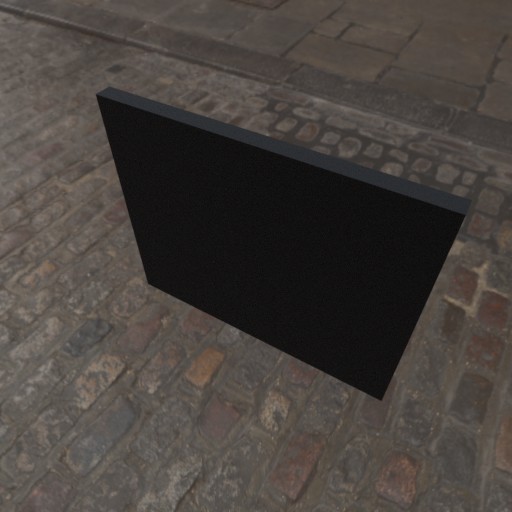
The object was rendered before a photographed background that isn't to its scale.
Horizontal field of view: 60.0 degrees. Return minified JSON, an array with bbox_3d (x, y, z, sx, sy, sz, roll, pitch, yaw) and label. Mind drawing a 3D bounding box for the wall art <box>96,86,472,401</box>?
[{"bbox_3d":[0.000,0.000,0.763,0.558,0.457,0.031,23,51,20],"label":"wall art"}]
